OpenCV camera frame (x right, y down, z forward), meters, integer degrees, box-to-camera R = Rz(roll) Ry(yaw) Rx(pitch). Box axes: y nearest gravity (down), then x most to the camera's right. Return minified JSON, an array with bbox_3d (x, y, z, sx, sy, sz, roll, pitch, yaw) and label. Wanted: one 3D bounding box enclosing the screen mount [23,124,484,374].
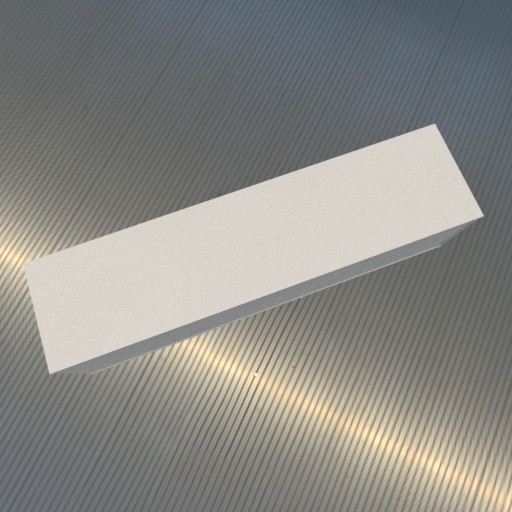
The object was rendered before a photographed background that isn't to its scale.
[{"bbox_3d":[0.000,0.000,1.830,1.600,0.520,0.418,-20,76,-5],"label":"screen mount"}]
